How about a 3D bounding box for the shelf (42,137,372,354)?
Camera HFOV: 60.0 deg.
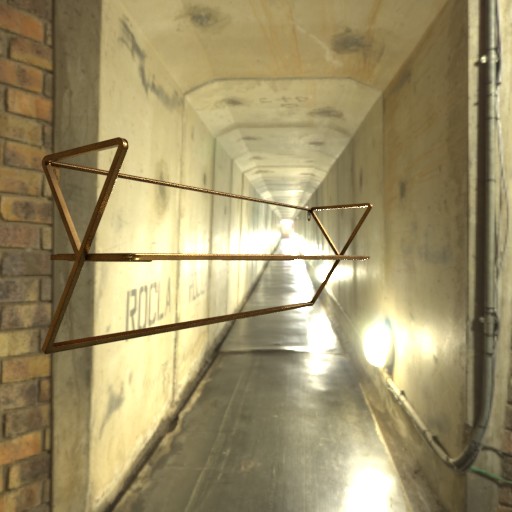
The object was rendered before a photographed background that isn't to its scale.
[{"bbox_3d":[0.000,0.000,0.732,0.150,0.229,0.645,0,0,36],"label":"shelf"}]
